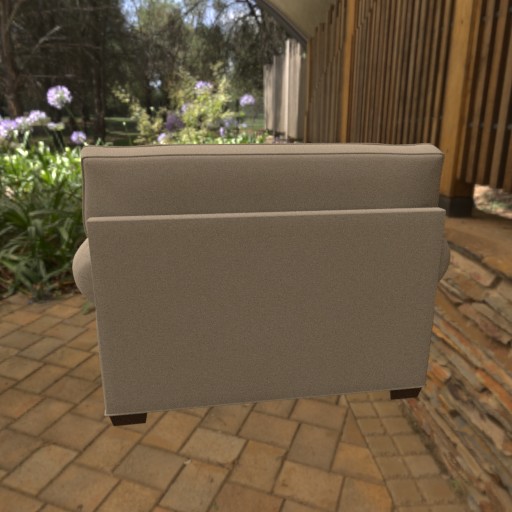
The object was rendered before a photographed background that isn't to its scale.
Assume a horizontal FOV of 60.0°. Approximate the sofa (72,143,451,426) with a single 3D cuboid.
[{"bbox_3d":[0.000,0.000,2.002,1.405,1.006,0.937,-2,16,-8],"label":"sofa"}]
